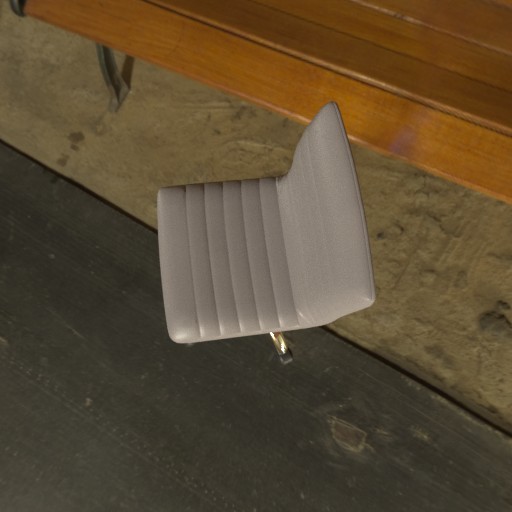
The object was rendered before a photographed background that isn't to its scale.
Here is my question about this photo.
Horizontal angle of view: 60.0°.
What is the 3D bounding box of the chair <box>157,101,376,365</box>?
[{"bbox_3d":[0.000,0.000,1.157,0.542,0.750,0.569,-7,76,-2],"label":"chair"}]
